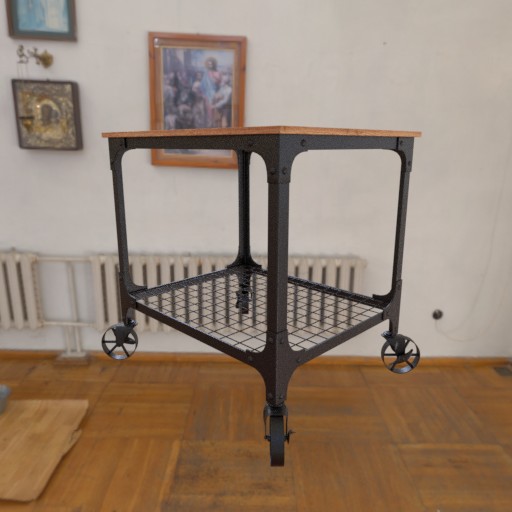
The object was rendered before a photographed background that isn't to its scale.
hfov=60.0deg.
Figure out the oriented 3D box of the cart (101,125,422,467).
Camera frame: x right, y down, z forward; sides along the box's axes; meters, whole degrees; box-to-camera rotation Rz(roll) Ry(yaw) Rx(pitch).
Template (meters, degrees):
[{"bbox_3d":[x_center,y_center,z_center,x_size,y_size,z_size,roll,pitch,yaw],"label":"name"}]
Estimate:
[{"bbox_3d":[0.000,0.000,1.121,0.558,0.603,0.666,-14,20,-43],"label":"cart"}]
